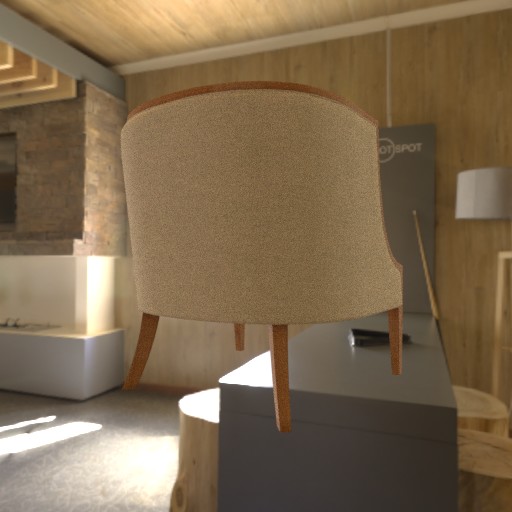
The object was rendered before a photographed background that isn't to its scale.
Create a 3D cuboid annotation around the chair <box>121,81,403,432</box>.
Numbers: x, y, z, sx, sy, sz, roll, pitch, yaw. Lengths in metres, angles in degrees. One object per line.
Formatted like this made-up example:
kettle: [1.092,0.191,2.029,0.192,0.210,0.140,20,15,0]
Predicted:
chair: [0.000,0.000,1.363,0.711,0.775,0.757,0,0,35]
